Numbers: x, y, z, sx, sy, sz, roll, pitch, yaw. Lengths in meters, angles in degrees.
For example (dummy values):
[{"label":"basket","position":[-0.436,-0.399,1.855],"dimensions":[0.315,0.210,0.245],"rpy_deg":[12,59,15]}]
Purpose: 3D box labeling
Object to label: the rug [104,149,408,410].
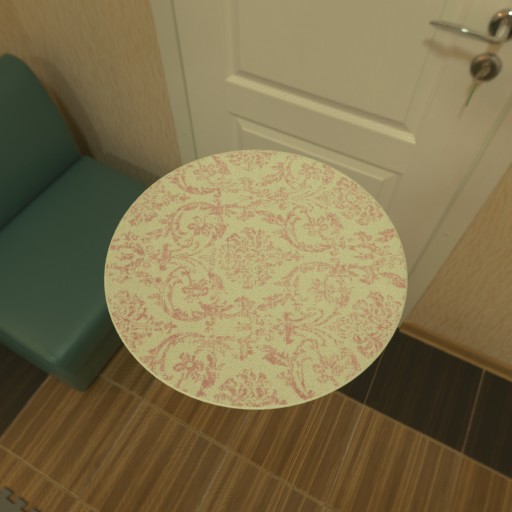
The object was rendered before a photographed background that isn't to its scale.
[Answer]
[{"label":"rug","position":[0.000,0.000,2.366],"dimensions":[1.593,0.012,1.593],"rpy_deg":[0,57,0]}]
